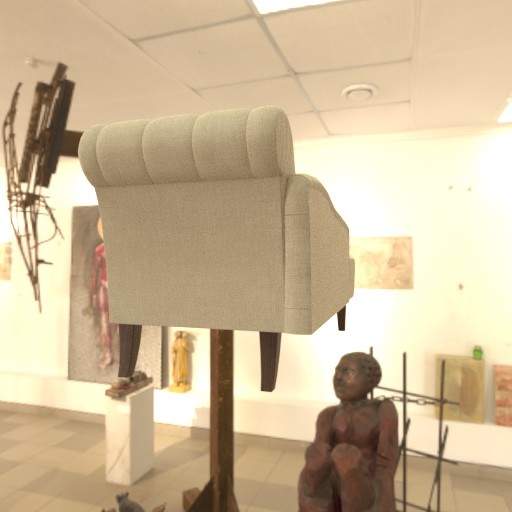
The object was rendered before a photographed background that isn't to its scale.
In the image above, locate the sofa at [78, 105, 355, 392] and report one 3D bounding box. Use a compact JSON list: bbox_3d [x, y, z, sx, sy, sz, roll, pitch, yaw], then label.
[{"bbox_3d":[0.000,0.000,1.807,0.675,0.787,1.379,0,0,18],"label":"sofa"}]
